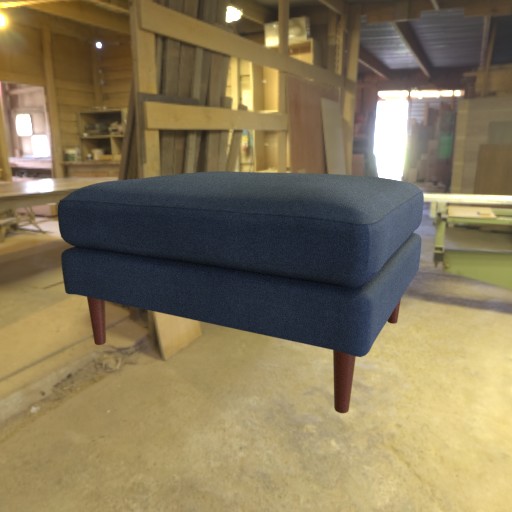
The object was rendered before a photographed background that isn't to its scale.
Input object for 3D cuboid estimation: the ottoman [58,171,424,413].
[{"bbox_3d":[0.000,0.000,1.282,0.821,0.474,0.693,7,16,27],"label":"ottoman"}]
